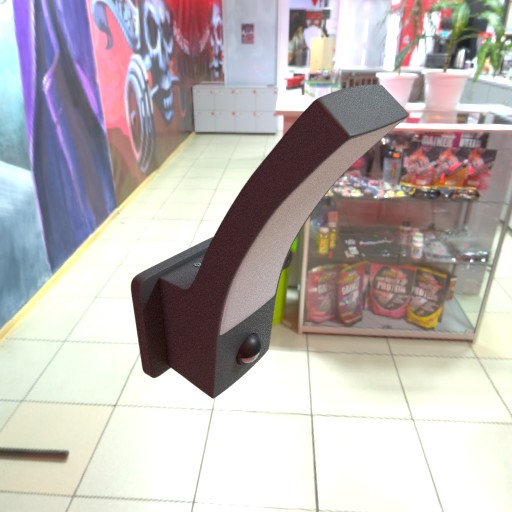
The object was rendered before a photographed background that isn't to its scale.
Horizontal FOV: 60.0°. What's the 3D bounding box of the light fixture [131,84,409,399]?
[{"bbox_3d":[0.000,0.000,0.328,0.174,0.243,0.108,18,32,32],"label":"light fixture"}]
